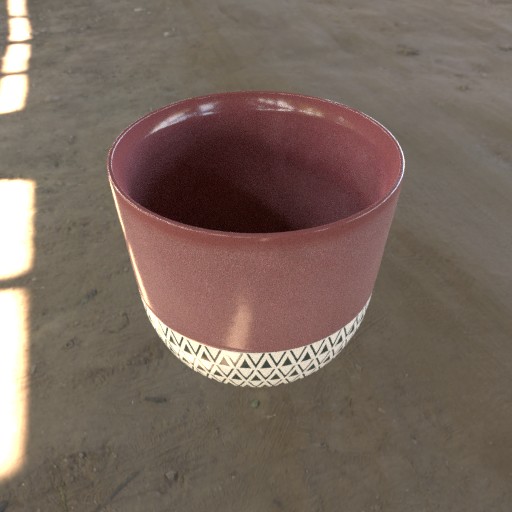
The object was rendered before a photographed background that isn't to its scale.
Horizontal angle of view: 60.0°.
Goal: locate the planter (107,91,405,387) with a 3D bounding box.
[{"bbox_3d":[0.000,0.000,0.495,0.266,0.270,0.266,0,41,0],"label":"planter"}]
